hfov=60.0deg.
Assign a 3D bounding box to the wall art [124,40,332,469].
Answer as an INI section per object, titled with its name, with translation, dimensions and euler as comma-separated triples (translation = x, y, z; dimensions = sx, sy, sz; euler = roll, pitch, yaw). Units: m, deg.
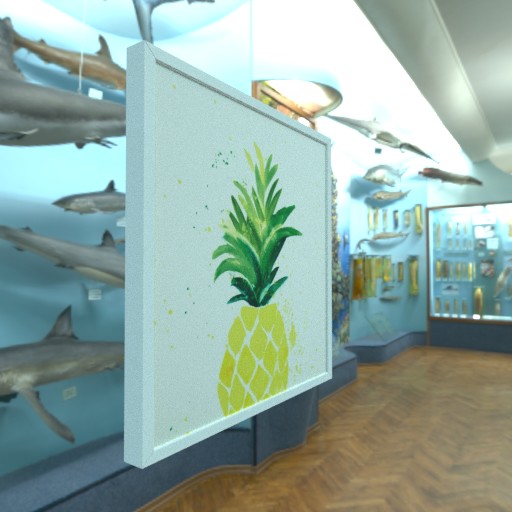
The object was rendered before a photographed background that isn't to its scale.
[wall art]
translation = 0.000, 0.000, 0.448
dimensions = 0.020, 0.307, 0.307
euler = -1, -1, 35
